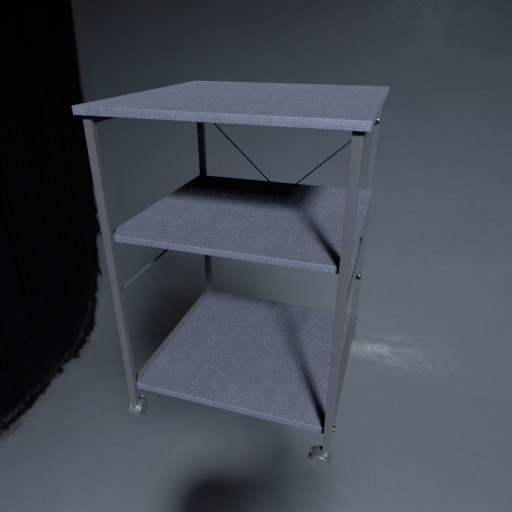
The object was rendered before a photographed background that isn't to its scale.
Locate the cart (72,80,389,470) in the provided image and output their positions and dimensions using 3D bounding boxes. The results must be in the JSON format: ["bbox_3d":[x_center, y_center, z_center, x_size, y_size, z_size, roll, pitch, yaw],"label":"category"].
[{"bbox_3d":[0.000,0.000,1.106,0.521,0.762,0.520,8,28,16],"label":"cart"}]
